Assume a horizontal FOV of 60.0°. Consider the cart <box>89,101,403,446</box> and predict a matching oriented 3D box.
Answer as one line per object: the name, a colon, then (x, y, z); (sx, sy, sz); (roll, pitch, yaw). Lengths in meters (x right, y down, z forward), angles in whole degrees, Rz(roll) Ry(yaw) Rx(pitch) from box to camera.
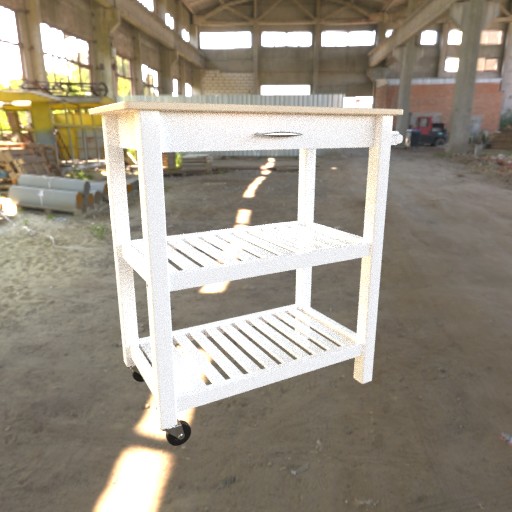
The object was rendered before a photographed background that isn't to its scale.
cart: (0.000, 0.000, 1.476); (0.899, 0.927, 0.457); (-9, 18, -28)
